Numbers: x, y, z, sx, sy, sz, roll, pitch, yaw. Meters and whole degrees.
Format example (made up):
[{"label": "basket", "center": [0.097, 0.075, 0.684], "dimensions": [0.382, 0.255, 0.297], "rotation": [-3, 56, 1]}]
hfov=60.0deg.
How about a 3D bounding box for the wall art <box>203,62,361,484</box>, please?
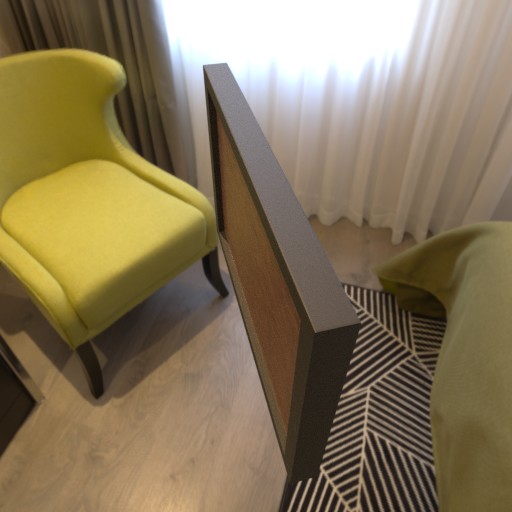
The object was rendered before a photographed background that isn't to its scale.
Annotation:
[{"label": "wall art", "center": [0.000, 0.000, 0.838], "dimensions": [0.051, 0.456, 0.671], "rotation": [-10, 46, -10]}]
